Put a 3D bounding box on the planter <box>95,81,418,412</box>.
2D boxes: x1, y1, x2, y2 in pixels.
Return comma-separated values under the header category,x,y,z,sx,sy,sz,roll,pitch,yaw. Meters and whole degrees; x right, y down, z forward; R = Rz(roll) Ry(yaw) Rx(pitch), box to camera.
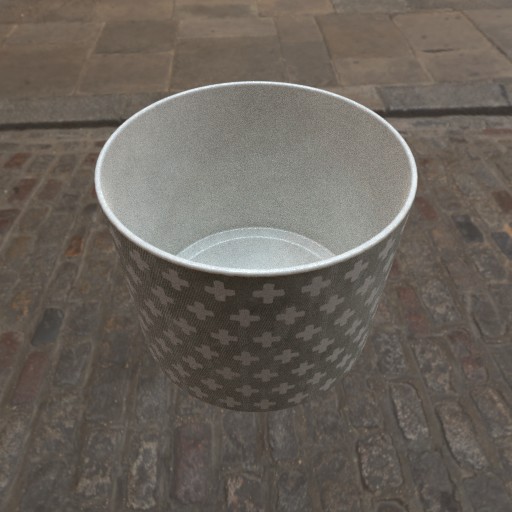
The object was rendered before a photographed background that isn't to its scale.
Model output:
category,x,y,z,sx,sy,sz,roll,pitch,yaw
planter,0.000,0.000,0.440,0.250,0.239,0.250,0,47,0
